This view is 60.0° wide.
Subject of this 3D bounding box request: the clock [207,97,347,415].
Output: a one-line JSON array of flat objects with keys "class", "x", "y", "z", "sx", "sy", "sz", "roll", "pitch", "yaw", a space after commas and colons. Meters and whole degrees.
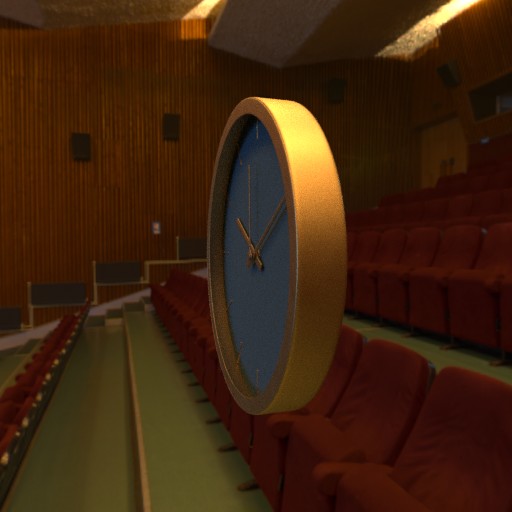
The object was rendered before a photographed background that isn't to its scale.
[{"class": "clock", "x": 0.000, "y": 0.000, "z": 0.467, "sx": 0.040, "sy": 0.314, "sz": 0.314, "roll": -1, "pitch": 2, "yaw": -18}]
